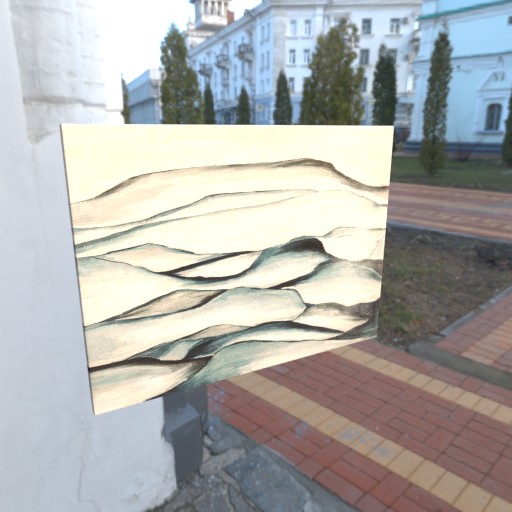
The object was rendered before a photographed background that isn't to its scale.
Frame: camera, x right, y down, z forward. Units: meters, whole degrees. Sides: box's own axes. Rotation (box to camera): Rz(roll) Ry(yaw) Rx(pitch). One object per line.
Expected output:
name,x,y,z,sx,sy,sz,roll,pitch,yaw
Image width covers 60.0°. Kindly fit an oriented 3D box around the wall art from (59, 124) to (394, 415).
wall art,0.000,0.000,1.615,1.219,0.915,0.039,-8,18,-27
